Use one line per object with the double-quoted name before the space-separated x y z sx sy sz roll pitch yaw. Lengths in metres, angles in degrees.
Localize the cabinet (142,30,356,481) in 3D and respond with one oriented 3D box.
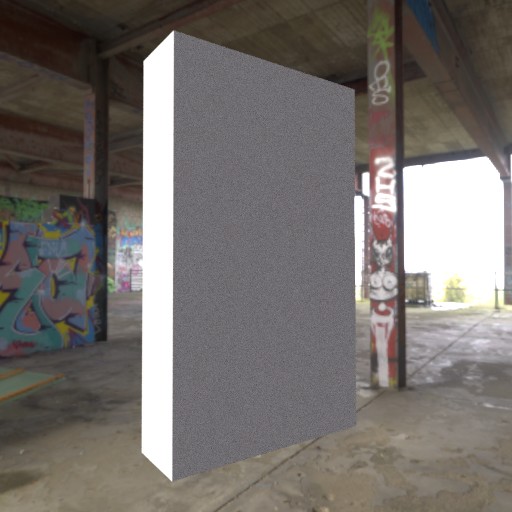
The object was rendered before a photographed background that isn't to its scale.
"cabinet" 0.000 0.000 1.574 0.750 1.280 0.250 1 -1 -35
